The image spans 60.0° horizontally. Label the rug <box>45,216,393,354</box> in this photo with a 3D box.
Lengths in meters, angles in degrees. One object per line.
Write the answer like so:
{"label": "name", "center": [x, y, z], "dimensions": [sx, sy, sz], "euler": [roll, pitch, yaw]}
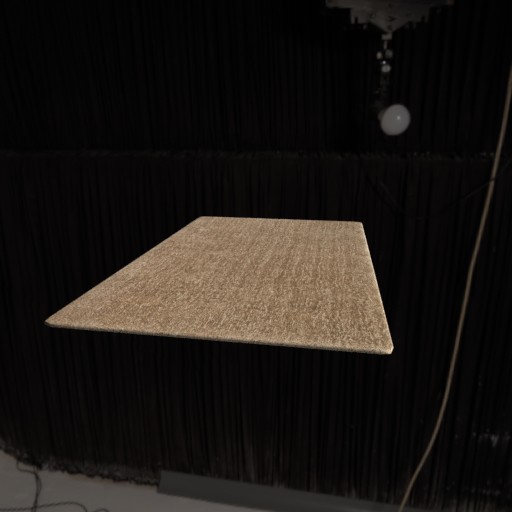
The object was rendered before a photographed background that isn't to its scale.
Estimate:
{"label": "rug", "center": [0.000, 0.000, 3.034], "dimensions": [1.539, 0.024, 2.469], "euler": [3, 17, 10]}
